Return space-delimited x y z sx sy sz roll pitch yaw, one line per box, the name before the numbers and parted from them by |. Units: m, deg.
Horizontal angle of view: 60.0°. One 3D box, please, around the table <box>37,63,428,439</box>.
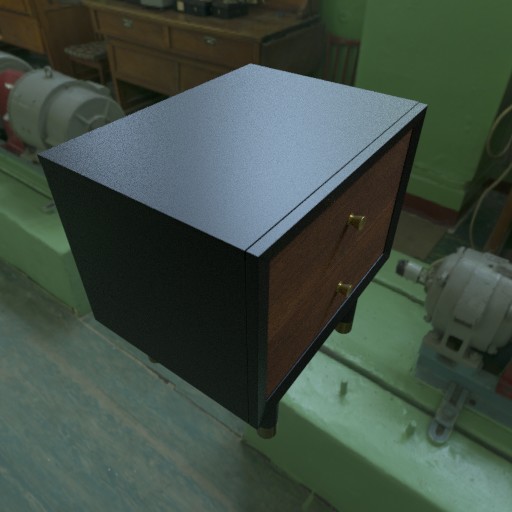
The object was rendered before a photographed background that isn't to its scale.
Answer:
table | 0.000 0.000 0.959 0.441 0.584 0.564 25 46 27
